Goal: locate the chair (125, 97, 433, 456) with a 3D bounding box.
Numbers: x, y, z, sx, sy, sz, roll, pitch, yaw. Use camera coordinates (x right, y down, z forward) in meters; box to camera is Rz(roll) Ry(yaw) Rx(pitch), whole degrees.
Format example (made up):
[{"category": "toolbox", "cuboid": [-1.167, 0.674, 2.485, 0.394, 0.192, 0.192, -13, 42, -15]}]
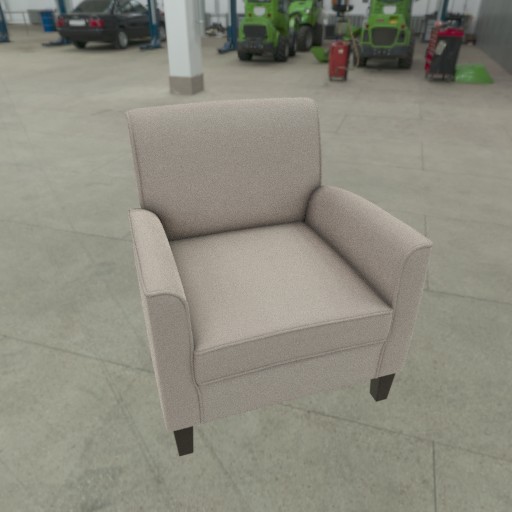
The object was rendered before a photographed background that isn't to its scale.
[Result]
[{"category": "chair", "cuboid": [0.000, 0.000, 1.568, 0.820, 0.915, 0.820, -9, 32, -15]}]
